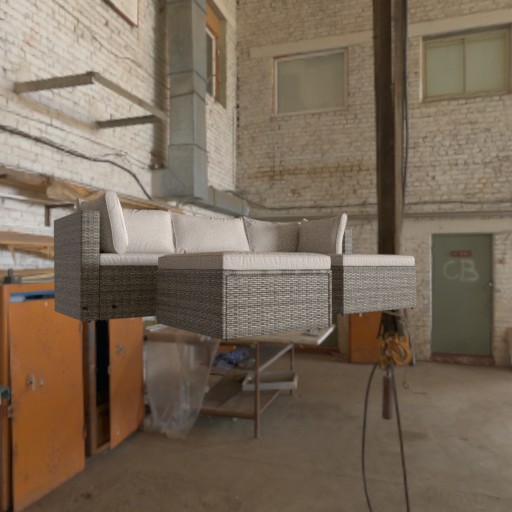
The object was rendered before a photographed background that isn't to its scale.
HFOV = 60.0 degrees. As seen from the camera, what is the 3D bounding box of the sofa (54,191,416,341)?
[{"bbox_3d":[0.000,0.000,2.977,2.192,0.766,1.662,1,-2,-36],"label":"sofa"}]
